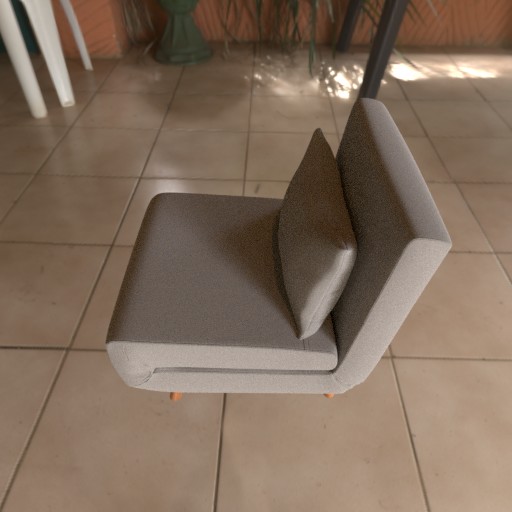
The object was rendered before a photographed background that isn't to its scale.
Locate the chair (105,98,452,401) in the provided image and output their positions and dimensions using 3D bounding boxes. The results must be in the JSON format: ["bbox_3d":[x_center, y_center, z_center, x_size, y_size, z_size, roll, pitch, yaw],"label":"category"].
[{"bbox_3d":[0.000,0.000,1.513,0.902,0.808,0.770,0,42,0],"label":"chair"}]
